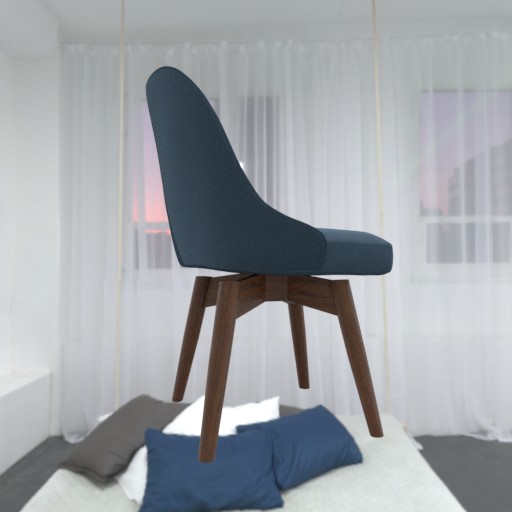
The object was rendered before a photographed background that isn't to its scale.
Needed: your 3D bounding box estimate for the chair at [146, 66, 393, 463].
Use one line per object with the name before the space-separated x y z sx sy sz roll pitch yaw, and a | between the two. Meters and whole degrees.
chair | 0.000 0.000 1.215 0.589 0.882 0.503 0 0 -18
